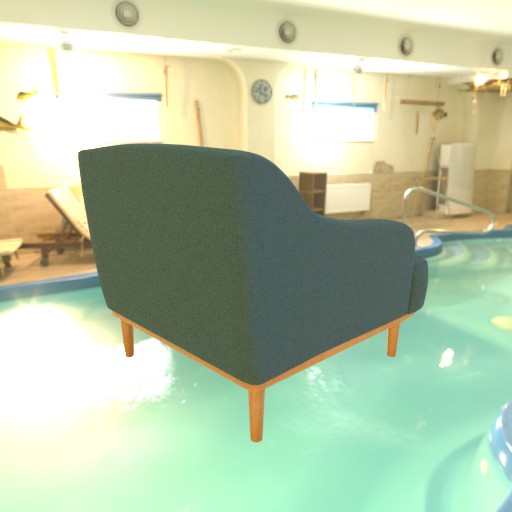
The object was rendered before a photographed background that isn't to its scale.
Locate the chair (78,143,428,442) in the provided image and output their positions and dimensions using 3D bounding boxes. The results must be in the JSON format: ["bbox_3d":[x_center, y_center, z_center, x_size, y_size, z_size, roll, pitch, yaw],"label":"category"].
[{"bbox_3d":[0.000,0.000,1.649,0.951,0.818,0.946,-14,21,-43],"label":"chair"}]
